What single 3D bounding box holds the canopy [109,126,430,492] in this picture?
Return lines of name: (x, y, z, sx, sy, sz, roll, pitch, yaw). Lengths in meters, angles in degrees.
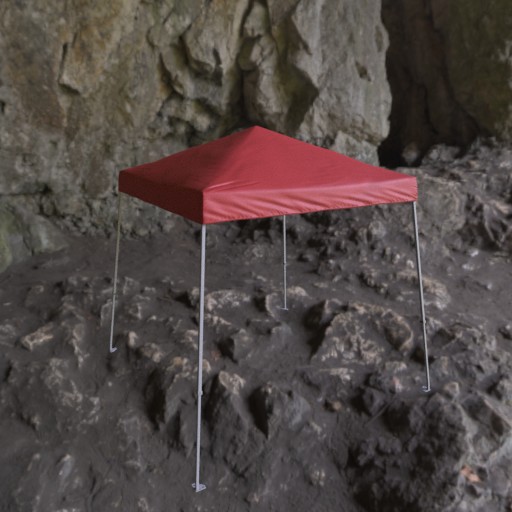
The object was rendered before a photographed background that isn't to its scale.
canopy: (0.000, 0.000, 5.053, 2.849, 2.849, 2.848, -9, 18, -30)
